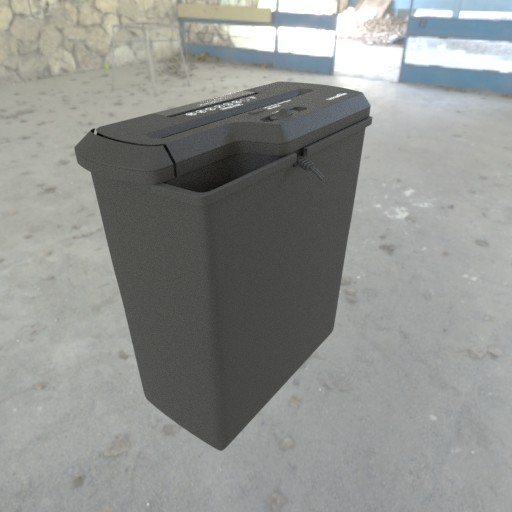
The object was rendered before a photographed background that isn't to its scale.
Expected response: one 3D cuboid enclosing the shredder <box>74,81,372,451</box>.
[{"bbox_3d":[0.000,0.000,0.505,0.170,0.335,0.320,21,37,31],"label":"shredder"}]
